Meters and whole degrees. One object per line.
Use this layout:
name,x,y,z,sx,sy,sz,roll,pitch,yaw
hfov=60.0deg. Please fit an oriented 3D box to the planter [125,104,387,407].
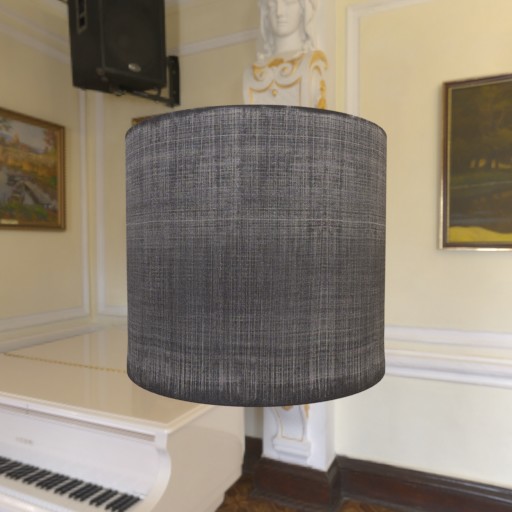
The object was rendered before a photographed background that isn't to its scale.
planter,0.000,0.000,0.315,0.178,0.157,0.178,0,1,0
